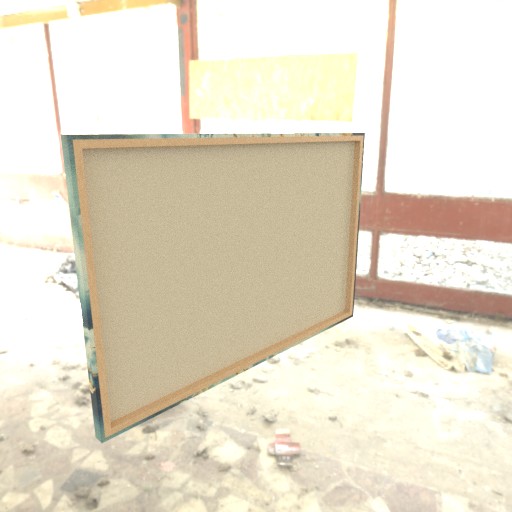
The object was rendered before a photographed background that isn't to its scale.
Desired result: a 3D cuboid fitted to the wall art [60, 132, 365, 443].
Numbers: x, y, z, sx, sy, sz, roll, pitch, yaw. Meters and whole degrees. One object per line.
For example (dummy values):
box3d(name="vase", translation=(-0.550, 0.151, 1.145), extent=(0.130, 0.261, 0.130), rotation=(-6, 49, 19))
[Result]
box3d(name="wall art", translation=(0.000, 0.000, 1.422), extent=(1.138, 0.759, 0.035), rotation=(-15, 22, -43))
